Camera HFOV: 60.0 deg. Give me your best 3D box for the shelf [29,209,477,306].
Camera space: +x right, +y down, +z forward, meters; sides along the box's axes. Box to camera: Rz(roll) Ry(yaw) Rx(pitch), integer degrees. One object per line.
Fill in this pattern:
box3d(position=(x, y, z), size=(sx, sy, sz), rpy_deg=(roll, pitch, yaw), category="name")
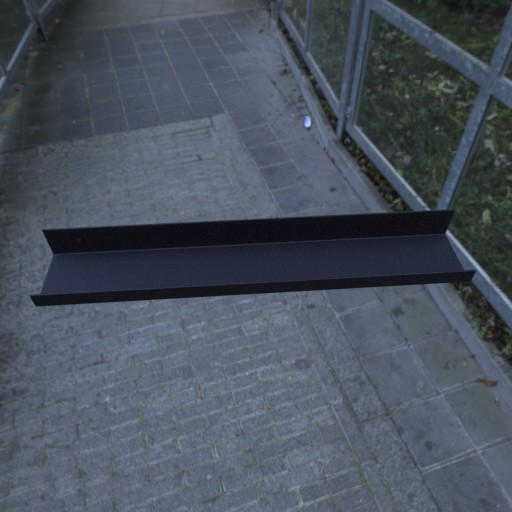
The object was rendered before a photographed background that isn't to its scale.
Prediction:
box3d(position=(0.000, 0.000, 0.632), size=(0.605, 0.053, 0.102), rpy_deg=(-3, 46, -3), category="shelf")
